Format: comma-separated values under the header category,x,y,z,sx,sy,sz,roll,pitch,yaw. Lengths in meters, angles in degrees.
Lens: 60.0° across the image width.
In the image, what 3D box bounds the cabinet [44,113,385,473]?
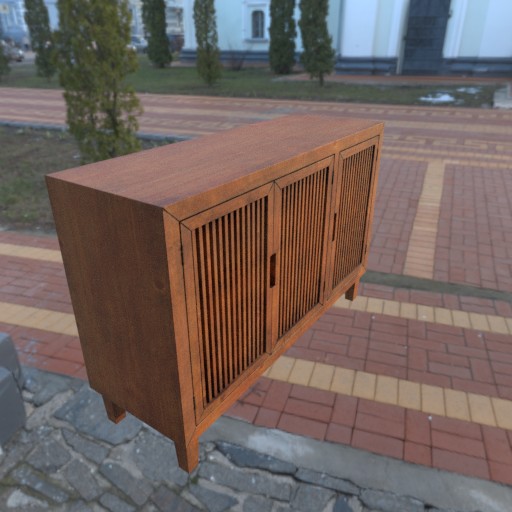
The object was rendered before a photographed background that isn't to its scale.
category,x,y,z,sx,sy,sz,roll,pitch,yaw
cabinet,0.000,0.000,1.583,0.403,0.805,1.204,17,31,31
